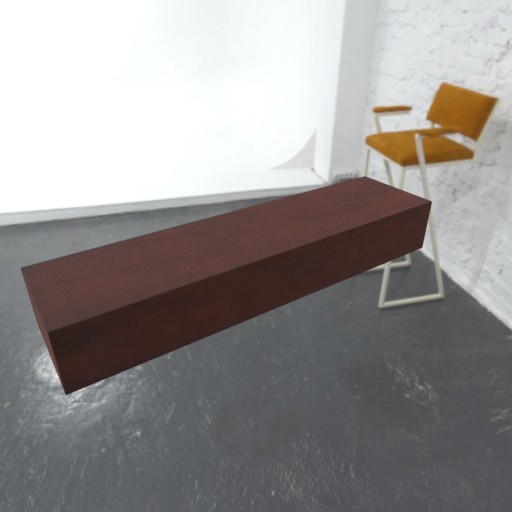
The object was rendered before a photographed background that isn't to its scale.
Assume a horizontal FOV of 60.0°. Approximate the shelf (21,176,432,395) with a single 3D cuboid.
[{"bbox_3d":[0.000,0.000,0.667,0.607,0.088,0.152,-18,34,-29],"label":"shelf"}]
